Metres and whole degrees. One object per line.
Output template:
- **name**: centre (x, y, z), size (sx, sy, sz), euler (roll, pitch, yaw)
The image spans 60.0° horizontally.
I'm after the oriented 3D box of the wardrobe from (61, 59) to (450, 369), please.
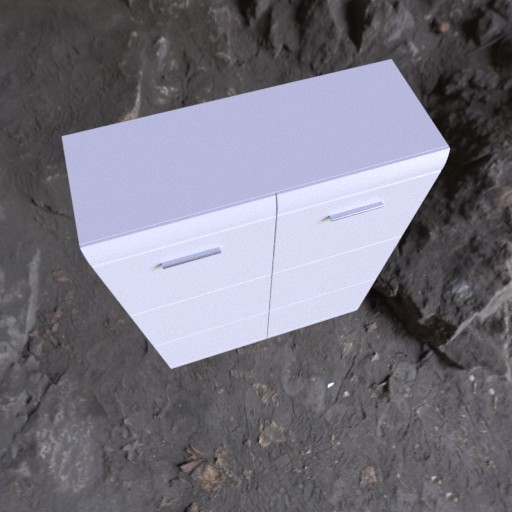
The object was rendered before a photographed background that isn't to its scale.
- **wardrobe**: centre (0.000, 0.000, 1.622), size (0.900, 1.200, 0.360), euler (-16, 65, -8)
